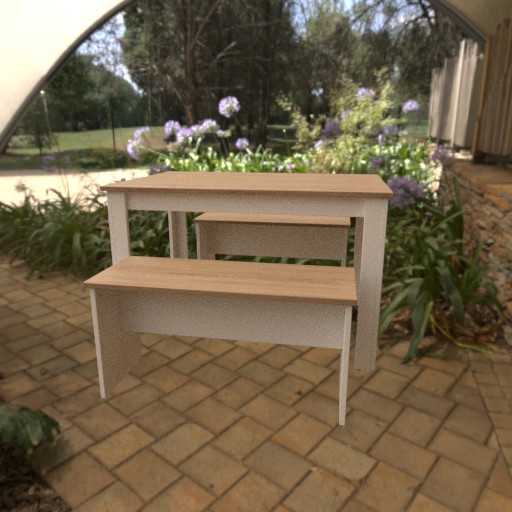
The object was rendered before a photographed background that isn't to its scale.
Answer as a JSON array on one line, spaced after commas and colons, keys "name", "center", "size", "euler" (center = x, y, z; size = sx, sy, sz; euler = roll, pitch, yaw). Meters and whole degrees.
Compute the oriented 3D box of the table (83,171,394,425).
[{"name": "table", "center": [0.000, 0.000, 2.055], "size": [1.100, 0.700, 1.443], "euler": [3, 16, 10]}]
